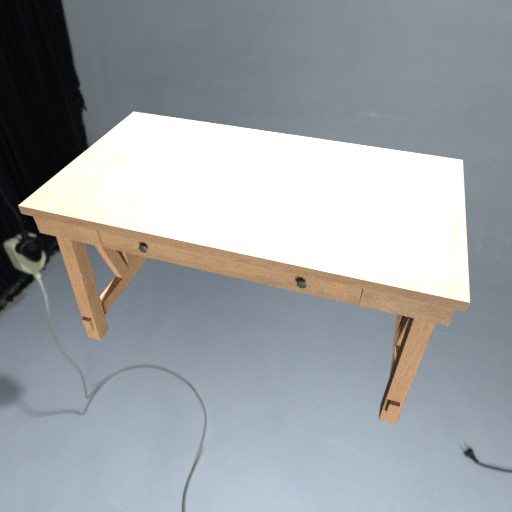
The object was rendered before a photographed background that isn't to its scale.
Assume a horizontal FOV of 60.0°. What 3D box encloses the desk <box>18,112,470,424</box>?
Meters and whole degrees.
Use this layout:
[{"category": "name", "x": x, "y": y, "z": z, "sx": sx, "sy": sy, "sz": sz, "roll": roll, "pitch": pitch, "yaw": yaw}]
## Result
[{"category": "desk", "x": 0.000, "y": 0.000, "z": 1.932, "sx": 1.499, "sy": 0.762, "sz": 0.813, "roll": 12, "pitch": 43, "yaw": 13}]
